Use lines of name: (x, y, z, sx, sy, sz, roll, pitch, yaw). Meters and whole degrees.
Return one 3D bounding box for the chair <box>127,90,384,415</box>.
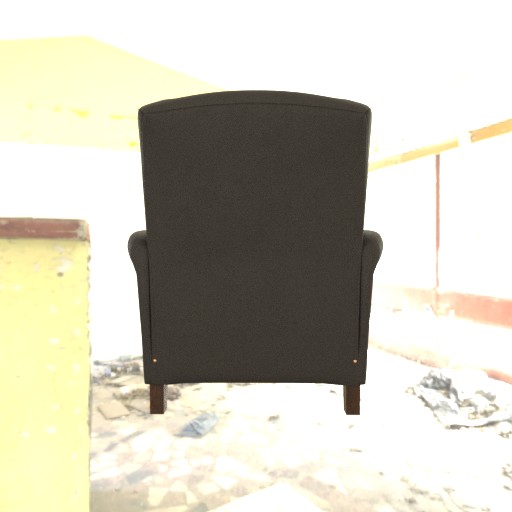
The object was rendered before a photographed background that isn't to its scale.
chair: (0.000, 0.000, 1.818, 0.978, 1.061, 0.902, 0, 1, 1)
